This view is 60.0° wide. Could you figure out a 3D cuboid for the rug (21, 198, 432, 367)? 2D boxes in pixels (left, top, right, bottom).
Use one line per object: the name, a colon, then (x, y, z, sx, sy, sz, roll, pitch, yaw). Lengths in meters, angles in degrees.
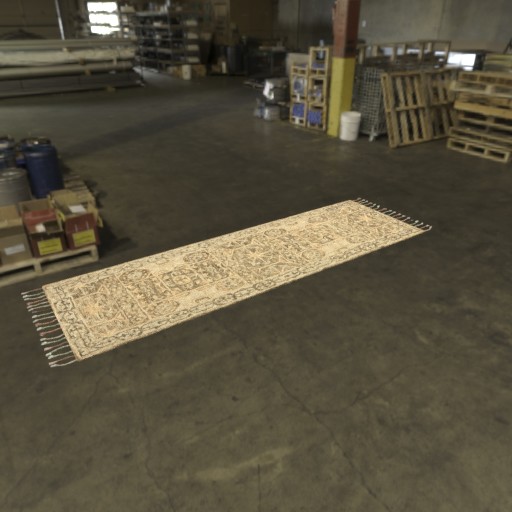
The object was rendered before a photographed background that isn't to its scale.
rug: (0.000, 0.000, 2.860, 2.664, 0.011, 0.762, -18, 33, -30)
